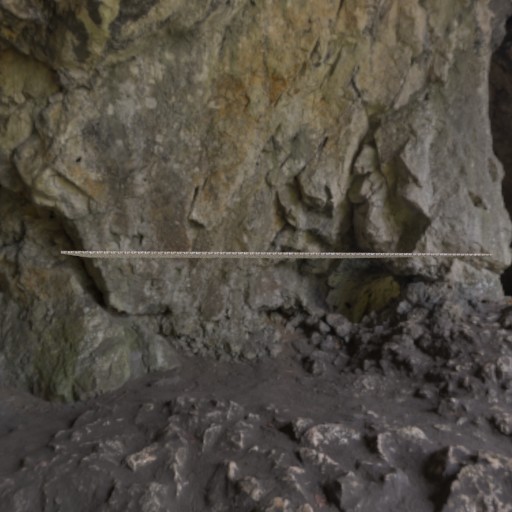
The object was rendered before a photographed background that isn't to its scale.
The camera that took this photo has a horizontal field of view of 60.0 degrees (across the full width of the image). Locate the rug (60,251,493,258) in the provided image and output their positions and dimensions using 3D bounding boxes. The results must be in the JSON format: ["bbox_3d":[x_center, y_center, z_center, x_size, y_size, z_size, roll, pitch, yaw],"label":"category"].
[{"bbox_3d":[0.000,0.000,3.883,2.894,0.013,2.286,0,-1,-17],"label":"rug"}]
